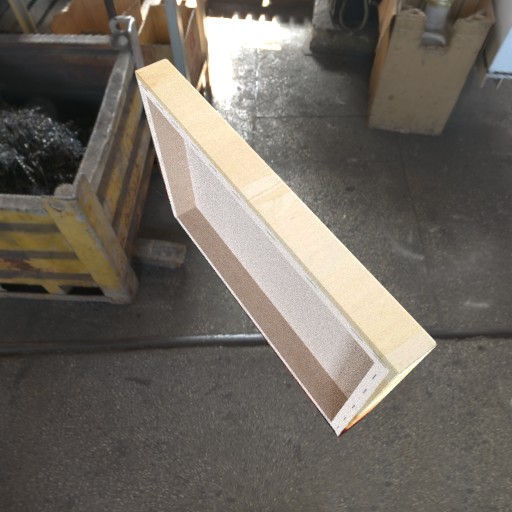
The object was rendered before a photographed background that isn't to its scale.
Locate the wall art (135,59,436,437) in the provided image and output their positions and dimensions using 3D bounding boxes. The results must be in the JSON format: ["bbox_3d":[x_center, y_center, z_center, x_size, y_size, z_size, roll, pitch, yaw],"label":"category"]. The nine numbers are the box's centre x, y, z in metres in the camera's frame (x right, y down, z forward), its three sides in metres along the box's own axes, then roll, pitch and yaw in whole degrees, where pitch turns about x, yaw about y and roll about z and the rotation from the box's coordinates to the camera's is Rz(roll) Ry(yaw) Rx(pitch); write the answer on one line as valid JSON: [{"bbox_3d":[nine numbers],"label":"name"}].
[{"bbox_3d":[0.000,0.000,0.486,0.037,0.251,0.383,-31,64,-17],"label":"wall art"}]
